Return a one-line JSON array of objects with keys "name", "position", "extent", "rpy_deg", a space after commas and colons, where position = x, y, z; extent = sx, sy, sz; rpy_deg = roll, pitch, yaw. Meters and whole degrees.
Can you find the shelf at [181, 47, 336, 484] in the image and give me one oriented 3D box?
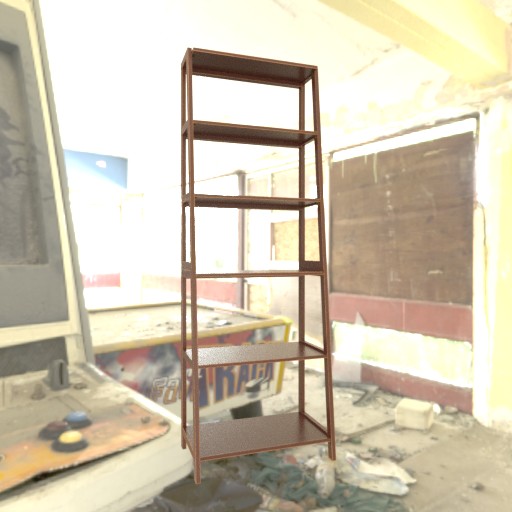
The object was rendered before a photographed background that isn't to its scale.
[{"name": "shelf", "position": [0.000, 0.000, 2.121], "extent": [0.660, 1.892, 0.381], "rpy_deg": [0, 0, -19]}]
